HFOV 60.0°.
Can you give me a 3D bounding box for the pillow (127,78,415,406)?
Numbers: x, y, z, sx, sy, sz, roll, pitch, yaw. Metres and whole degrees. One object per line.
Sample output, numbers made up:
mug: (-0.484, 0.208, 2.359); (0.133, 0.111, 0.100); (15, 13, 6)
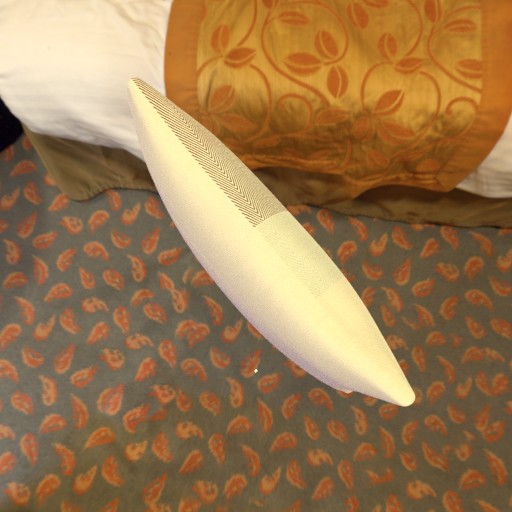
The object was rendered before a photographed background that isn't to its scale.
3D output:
pillow: (0.000, 0.000, 0.646); (0.139, 0.305, 0.506); (-39, 79, -9)
